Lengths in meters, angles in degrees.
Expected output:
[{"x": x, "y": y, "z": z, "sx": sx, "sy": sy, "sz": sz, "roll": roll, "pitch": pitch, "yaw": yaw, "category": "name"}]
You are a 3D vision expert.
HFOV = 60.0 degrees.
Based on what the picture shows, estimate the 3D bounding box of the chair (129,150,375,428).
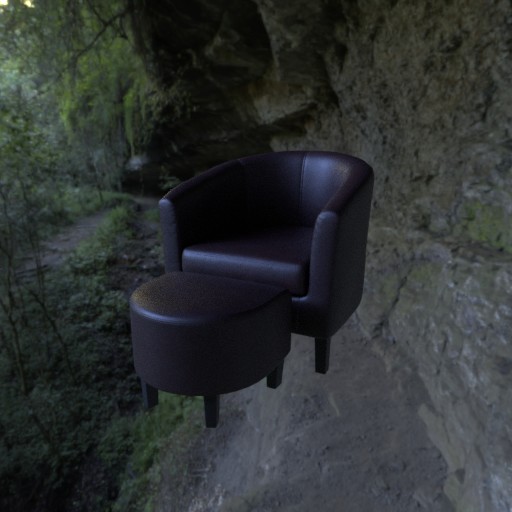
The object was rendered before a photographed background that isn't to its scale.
[{"x": 0.000, "y": 0.000, "z": 1.687, "sx": 0.737, "sy": 0.755, "sz": 1.176, "roll": 7, "pitch": 17, "yaw": 26, "category": "chair"}]
